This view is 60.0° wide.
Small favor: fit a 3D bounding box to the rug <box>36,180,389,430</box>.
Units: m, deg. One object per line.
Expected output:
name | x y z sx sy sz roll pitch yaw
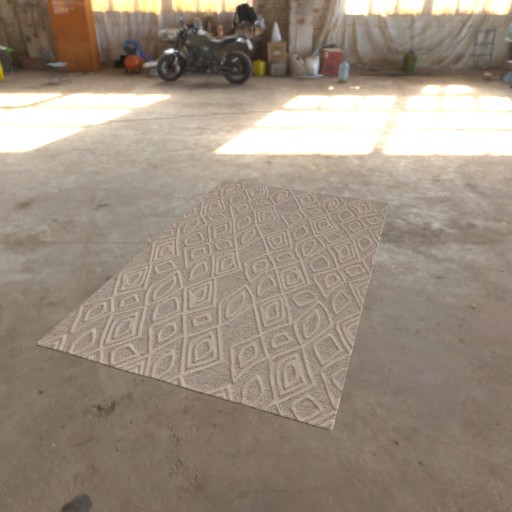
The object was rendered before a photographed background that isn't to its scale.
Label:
rug | 0.000 0.000 3.034 1.546 0.010 2.442 10 32 17
